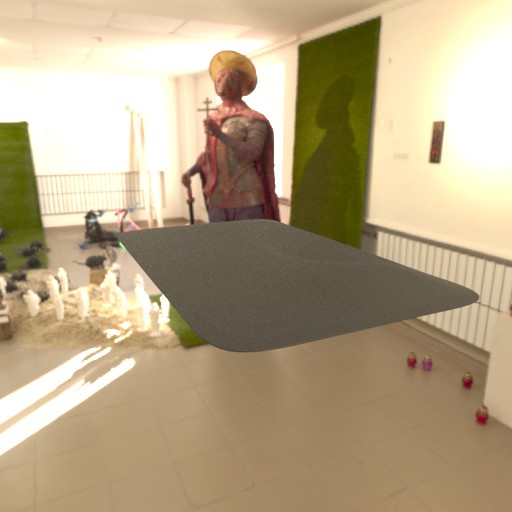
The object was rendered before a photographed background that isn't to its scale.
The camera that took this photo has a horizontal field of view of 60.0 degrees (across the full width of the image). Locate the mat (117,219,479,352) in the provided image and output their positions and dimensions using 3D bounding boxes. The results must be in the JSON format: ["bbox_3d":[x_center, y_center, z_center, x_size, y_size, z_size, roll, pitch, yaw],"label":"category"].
[{"bbox_3d":[0.000,0.000,1.829,0.918,0.013,1.524,-7,17,-25],"label":"mat"}]
